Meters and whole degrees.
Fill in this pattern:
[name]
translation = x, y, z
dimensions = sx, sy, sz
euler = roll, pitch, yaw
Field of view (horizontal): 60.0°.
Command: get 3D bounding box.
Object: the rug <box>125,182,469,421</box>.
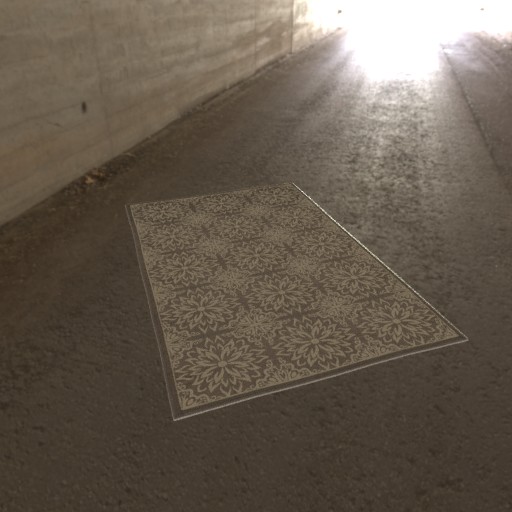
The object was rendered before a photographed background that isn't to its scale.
[rug]
translation = 0.000, 0.000, 3.572
dimensions = 1.819, 0.018, 2.746
euler = -10, 32, -16
